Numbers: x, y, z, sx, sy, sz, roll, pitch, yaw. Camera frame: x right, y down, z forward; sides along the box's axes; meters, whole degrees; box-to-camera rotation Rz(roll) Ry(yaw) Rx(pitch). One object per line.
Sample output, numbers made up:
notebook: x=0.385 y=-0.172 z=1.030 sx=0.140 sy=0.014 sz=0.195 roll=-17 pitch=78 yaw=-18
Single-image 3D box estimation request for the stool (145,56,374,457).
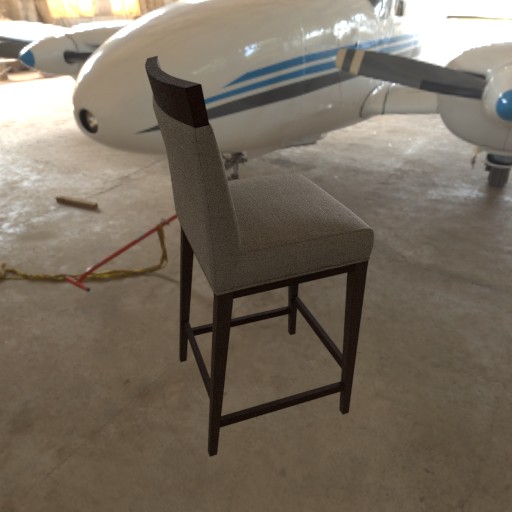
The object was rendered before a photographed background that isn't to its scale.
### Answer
stool: x=0.000 y=0.000 z=1.391 sx=0.531 sy=1.117 sz=0.511 roll=-10 pitch=32 yaw=-17
